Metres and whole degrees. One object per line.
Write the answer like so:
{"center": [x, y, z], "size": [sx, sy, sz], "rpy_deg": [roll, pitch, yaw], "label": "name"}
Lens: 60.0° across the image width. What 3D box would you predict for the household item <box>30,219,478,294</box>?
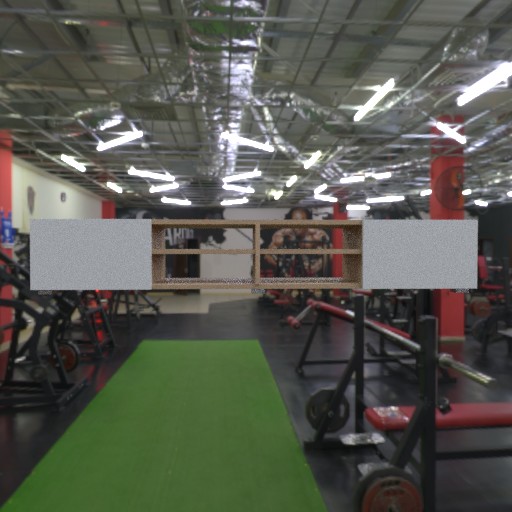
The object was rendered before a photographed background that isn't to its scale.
{"center": [0.000, 0.000, 2.042], "size": [1.850, 0.310, 0.420], "rpy_deg": [0, 1, -2], "label": "household item"}
